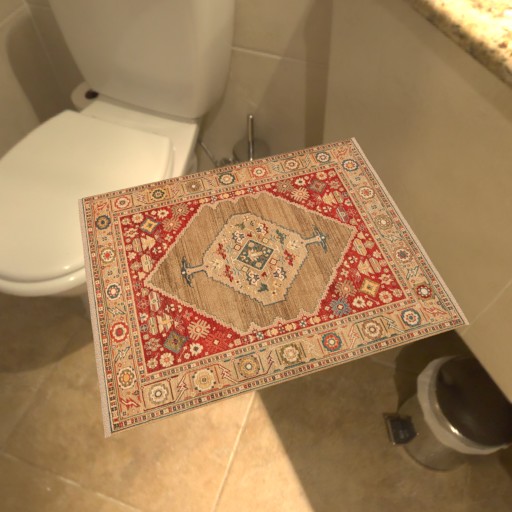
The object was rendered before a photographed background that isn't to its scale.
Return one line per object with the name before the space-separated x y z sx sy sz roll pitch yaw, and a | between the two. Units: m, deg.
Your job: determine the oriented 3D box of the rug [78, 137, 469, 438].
rug | 0.000 0.000 4.222 3.143 0.008 2.451 -15 58 -9
